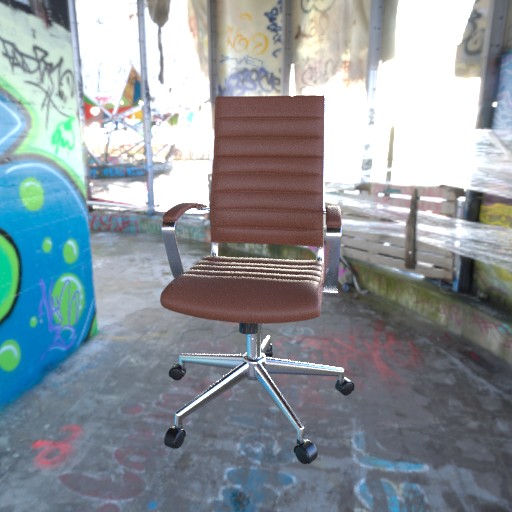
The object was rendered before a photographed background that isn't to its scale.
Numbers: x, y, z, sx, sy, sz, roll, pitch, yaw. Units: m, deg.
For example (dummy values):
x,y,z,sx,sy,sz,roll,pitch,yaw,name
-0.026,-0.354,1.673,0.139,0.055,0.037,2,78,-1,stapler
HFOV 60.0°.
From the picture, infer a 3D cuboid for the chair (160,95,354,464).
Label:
x,y,z,sx,sy,sz,roll,pitch,yaw,name
0.000,0.000,1.607,0.766,1.149,0.739,3,15,10,chair
